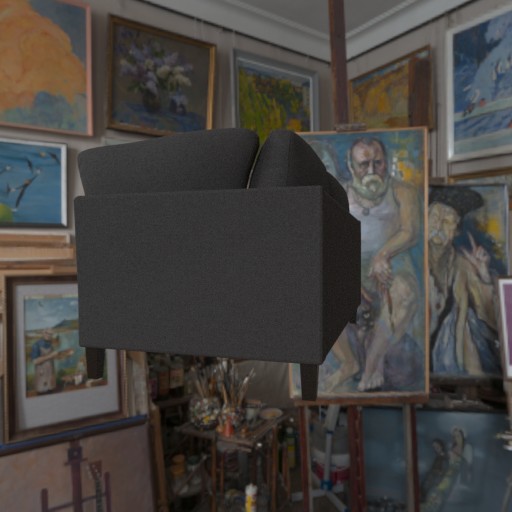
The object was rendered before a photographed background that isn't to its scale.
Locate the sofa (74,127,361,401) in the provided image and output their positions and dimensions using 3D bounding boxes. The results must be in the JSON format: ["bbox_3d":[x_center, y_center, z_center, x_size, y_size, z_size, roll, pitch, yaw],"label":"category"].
[{"bbox_3d":[0.000,0.000,2.347,0.969,0.920,1.751,0,1,17],"label":"sofa"}]
